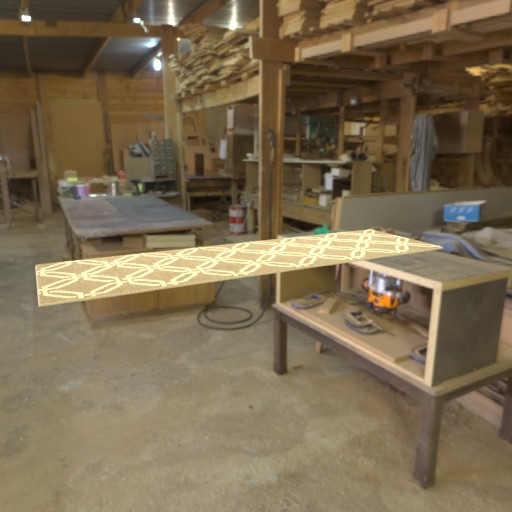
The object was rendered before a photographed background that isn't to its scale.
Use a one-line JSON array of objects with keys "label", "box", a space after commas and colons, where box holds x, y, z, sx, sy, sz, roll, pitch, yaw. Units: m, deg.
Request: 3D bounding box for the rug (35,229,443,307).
[{"label": "rug", "box": [0.000, 0.000, 2.550, 2.276, 0.014, 0.678, -7, 16, -26]}]
